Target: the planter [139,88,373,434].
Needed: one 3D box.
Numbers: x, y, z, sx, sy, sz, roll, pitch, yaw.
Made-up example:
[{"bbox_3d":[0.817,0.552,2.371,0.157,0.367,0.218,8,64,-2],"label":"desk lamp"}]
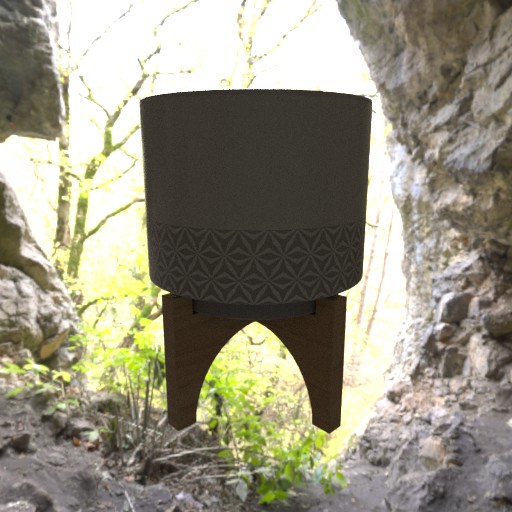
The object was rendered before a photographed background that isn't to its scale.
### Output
[{"bbox_3d":[0.000,0.000,0.398,0.188,0.260,0.188,0,13,0],"label":"planter"}]
